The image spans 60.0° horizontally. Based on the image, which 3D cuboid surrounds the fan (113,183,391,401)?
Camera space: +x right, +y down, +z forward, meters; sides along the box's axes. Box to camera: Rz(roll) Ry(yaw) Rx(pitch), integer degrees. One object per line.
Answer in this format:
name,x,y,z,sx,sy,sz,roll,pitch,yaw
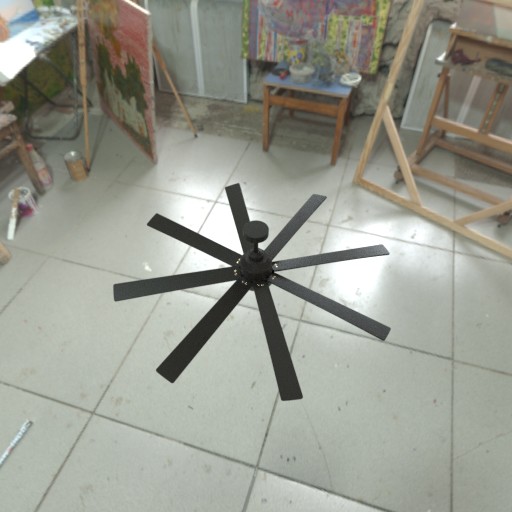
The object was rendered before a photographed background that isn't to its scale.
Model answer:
fan,0.000,0.000,2.816,1.830,0.472,1.830,-9,48,-8
